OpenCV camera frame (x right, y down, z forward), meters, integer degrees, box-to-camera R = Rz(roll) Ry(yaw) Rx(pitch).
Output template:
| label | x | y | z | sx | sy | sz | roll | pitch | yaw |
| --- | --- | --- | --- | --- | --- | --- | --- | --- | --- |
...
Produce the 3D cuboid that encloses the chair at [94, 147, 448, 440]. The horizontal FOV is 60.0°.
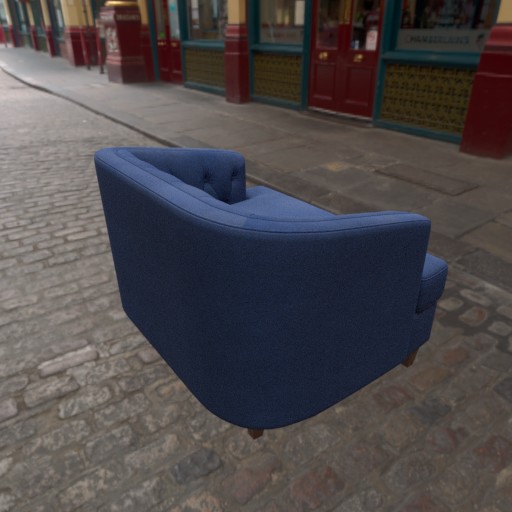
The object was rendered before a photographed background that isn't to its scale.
| label | x | y | z | sx | sy | sz | roll | pitch | yaw |
| --- | --- | --- | --- | --- | --- | --- | --- | --- | --- |
| chair | 0.000 | 0.000 | 1.729 | 0.914 | 0.787 | 1.118 | -18 | 32 | -32 |
